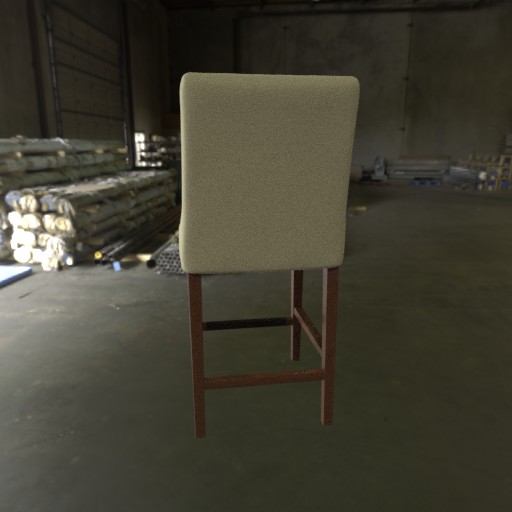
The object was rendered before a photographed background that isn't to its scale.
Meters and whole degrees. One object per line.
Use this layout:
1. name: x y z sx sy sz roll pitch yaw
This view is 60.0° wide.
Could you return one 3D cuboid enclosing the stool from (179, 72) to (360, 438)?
1. stool: 0.000 0.000 1.370 0.470 0.981 0.577 -2 15 -9
